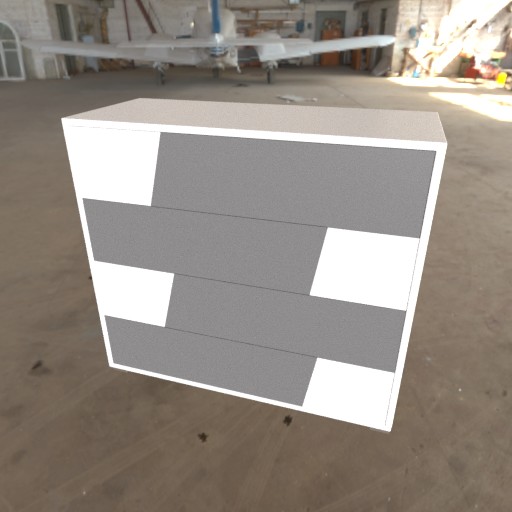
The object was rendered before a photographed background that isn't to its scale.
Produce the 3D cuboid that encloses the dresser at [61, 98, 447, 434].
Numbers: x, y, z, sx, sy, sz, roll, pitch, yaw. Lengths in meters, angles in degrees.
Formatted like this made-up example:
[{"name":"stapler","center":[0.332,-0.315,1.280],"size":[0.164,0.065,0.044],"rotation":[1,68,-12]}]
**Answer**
[{"name":"dresser","center":[0.000,0.000,1.626],"size":[1.100,1.000,0.460],"rotation":[8,28,15]}]
